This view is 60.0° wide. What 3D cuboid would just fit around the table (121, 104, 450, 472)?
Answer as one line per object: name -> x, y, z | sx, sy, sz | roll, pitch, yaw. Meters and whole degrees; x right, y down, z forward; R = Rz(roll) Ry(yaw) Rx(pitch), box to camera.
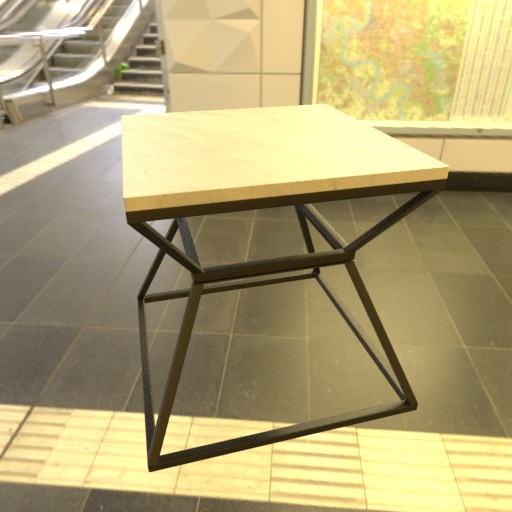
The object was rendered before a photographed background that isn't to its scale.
table -> 0.000, 0.000, 0.798 | 0.455, 0.431, 0.455 | -8, 31, -13
